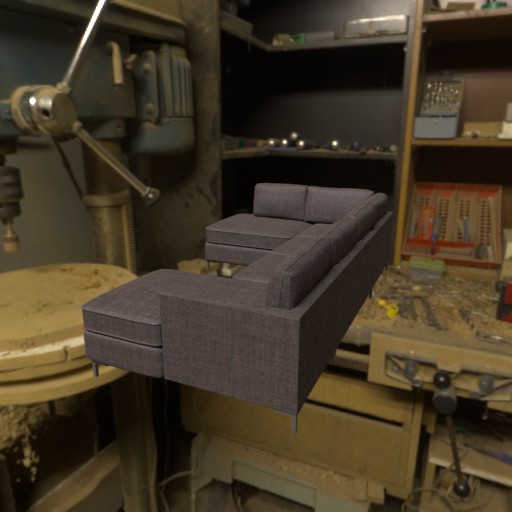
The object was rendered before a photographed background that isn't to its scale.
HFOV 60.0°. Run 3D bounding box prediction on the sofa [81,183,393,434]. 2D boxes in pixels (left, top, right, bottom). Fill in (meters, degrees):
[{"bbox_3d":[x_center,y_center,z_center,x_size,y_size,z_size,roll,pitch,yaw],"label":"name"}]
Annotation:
[{"bbox_3d":[0.000,0.000,4.252,2.048,0.999,3.423,7,18,24],"label":"sofa"}]
